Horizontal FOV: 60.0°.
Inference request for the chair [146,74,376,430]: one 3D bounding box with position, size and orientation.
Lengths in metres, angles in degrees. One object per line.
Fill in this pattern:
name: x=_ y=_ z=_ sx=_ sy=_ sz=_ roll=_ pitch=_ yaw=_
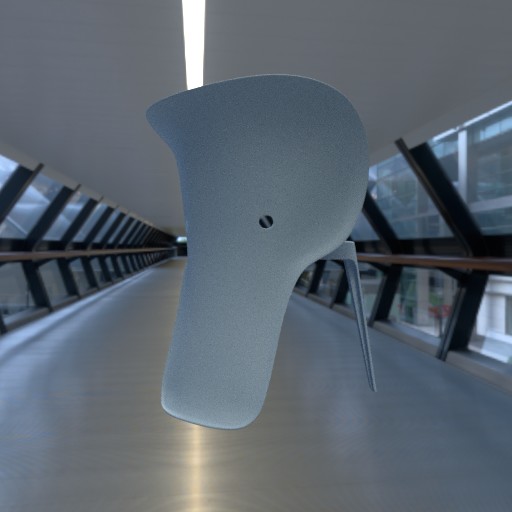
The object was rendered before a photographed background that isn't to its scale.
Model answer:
chair: x=0.000 y=0.000 z=0.888 sx=0.451 sy=0.554 sz=0.402 roll=0 pitch=0 yaw=37
